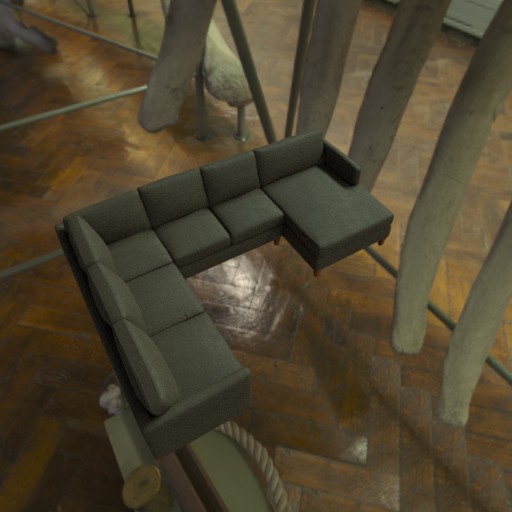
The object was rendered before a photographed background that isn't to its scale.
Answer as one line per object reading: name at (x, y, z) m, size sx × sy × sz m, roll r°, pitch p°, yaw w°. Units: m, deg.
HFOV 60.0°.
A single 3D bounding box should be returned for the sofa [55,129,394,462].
sofa at (0.000, 0.000, 4.700) m, size 3.460 × 0.961 × 2.594 m, roll -24°, pitch 52°, yaw -20°
